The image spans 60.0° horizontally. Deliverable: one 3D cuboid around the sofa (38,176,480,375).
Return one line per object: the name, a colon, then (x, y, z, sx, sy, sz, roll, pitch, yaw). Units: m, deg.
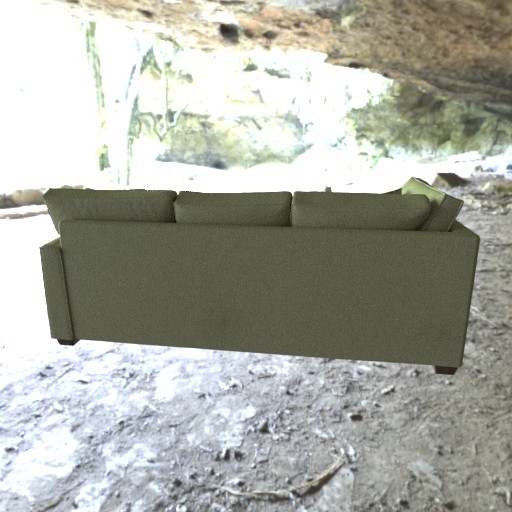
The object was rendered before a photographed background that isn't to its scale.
sofa: (0.000, 0.000, 2.830, 2.323, 0.948, 1.053, 2, 16, 8)
